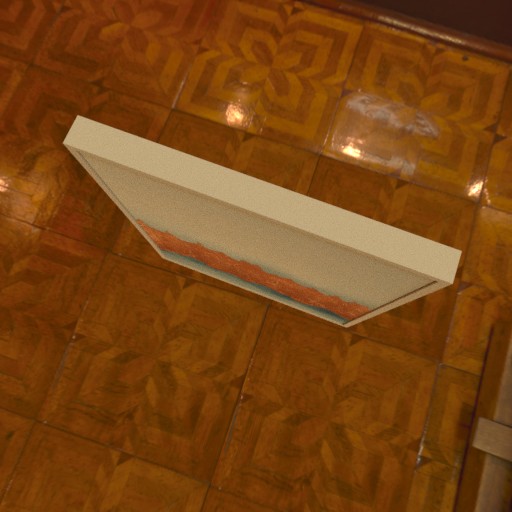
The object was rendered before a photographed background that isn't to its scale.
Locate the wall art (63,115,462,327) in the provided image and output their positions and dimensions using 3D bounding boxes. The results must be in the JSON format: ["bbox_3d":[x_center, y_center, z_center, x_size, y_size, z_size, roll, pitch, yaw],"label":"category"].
[{"bbox_3d":[0.000,0.000,0.752,0.451,0.553,0.039,20,77,5],"label":"wall art"}]
